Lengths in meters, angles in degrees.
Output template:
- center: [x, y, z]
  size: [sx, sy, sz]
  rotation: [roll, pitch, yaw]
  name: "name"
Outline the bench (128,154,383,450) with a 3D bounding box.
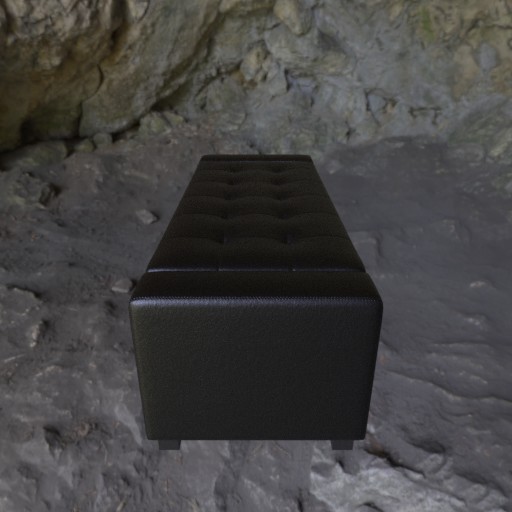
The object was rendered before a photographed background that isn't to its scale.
- center: [0.000, 0.000, 1.525]
  size: [0.508, 0.445, 1.296]
  rotation: [0, 25, 0]
  name: "bench"
